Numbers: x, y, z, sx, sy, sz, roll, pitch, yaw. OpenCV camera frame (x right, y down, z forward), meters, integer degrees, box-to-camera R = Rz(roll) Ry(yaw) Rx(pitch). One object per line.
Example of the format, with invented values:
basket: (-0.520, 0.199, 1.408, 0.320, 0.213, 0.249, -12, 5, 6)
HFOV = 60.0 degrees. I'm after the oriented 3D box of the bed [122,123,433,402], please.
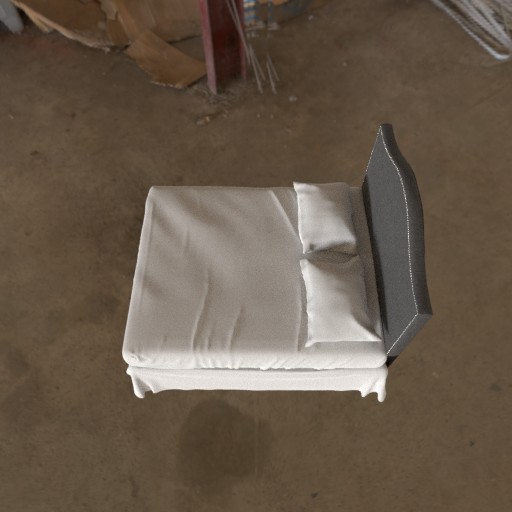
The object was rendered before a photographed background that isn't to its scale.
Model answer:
bed: (0.000, 0.000, 3.504, 2.221, 1.645, 1.876, 0, 59, 0)
